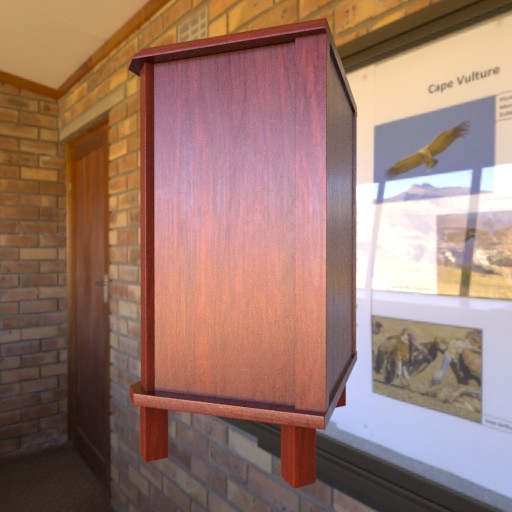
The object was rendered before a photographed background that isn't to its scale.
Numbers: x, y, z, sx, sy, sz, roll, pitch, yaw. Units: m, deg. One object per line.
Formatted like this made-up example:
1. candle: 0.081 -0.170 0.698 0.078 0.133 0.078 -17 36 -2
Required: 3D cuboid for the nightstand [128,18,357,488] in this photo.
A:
1. nightstand: 0.000 0.000 0.882 0.351 0.681 0.435 0 1 19
